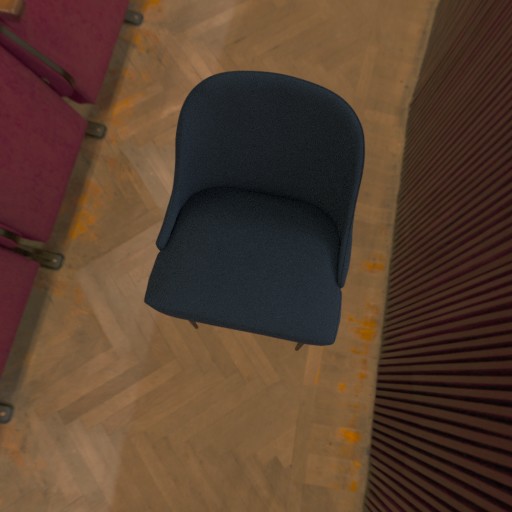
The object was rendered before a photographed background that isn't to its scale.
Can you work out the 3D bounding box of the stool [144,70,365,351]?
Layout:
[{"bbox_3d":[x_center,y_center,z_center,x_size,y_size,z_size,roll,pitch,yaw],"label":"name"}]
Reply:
[{"bbox_3d":[0.000,0.000,1.359,0.527,1.079,0.489,12,75,3],"label":"stool"}]
